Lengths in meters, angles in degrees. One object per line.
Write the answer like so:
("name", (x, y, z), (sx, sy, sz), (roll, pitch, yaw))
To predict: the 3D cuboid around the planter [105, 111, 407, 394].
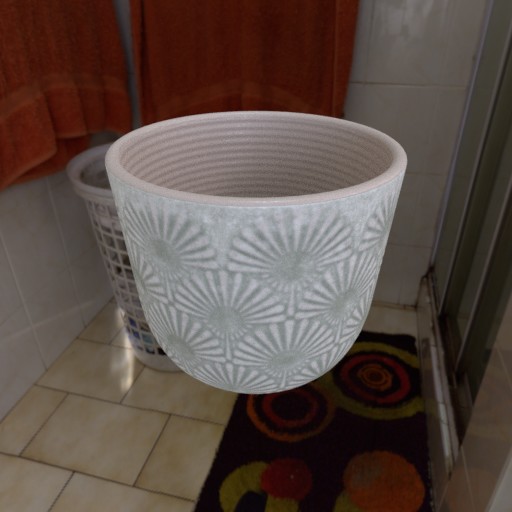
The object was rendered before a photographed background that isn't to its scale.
("planter", (0.000, 0.000, 0.296), (0.170, 0.152, 0.170), (0, 31, 0))
